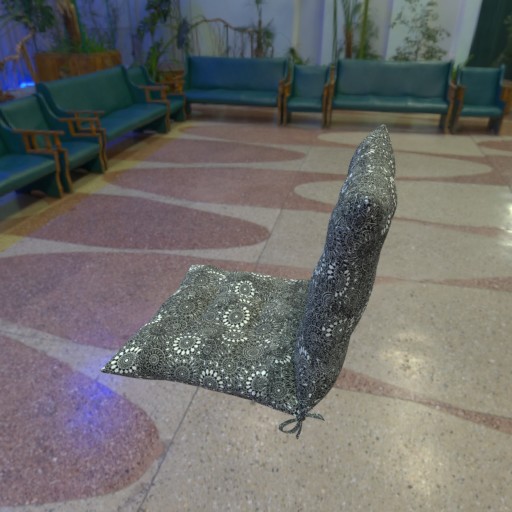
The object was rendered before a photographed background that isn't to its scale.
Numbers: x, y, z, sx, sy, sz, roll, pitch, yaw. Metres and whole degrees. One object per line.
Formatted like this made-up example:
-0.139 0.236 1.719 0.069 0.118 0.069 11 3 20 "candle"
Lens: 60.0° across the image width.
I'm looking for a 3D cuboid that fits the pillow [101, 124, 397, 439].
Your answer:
0.000 0.000 1.035 0.585 0.536 0.541 8 31 15 "pillow"
